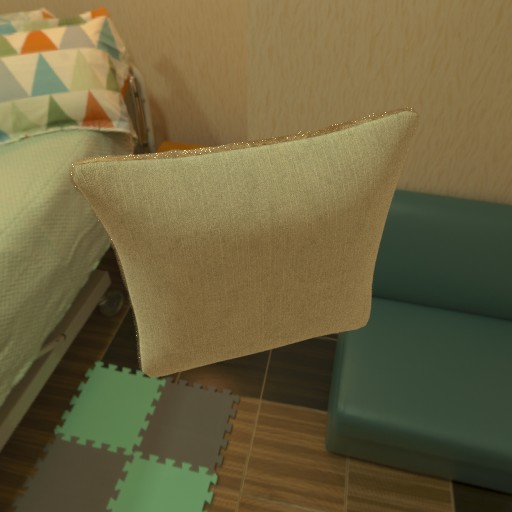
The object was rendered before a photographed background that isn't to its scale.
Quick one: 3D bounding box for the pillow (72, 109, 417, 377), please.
[{"bbox_3d":[0.000,0.000,0.826,0.538,0.525,0.216,-12,44,-13],"label":"pillow"}]
